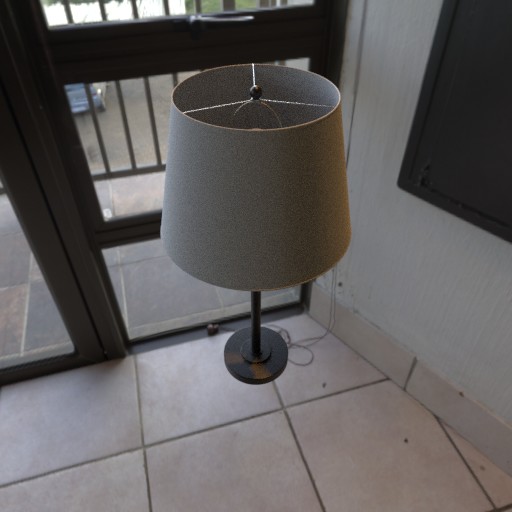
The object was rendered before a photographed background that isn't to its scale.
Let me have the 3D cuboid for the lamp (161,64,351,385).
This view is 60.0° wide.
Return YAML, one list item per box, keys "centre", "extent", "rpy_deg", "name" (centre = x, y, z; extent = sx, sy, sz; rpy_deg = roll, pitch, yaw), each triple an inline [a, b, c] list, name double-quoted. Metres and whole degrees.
- centre: [0.000, 0.000, 0.910]
  extent: [0.363, 0.696, 0.363]
  rpy_deg: [0, 42, 0]
  name: "lamp"
